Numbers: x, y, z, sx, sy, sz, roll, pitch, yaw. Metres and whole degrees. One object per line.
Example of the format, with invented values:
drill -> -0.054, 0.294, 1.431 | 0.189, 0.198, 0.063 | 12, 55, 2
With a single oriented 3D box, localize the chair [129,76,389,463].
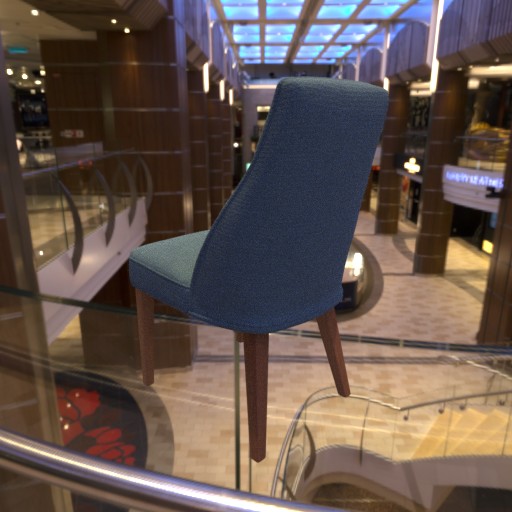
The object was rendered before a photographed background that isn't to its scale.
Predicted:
chair -> 0.000, 0.000, 1.293 | 0.620, 0.930, 0.500 | 16, 23, 42
